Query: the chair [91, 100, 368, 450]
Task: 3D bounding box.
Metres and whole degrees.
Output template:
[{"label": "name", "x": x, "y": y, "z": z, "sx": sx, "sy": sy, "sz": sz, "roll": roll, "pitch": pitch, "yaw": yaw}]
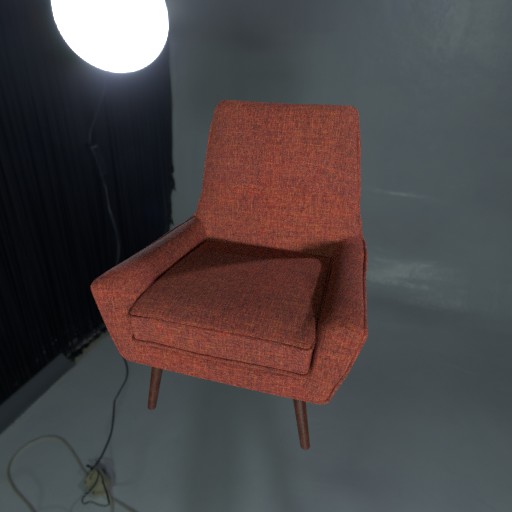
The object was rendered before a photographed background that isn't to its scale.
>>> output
[{"label": "chair", "x": 0.000, "y": 0.000, "z": 1.509, "sx": 0.803, "sy": 0.911, "sz": 0.784, "roll": 8, "pitch": 28, "yaw": 16}]
